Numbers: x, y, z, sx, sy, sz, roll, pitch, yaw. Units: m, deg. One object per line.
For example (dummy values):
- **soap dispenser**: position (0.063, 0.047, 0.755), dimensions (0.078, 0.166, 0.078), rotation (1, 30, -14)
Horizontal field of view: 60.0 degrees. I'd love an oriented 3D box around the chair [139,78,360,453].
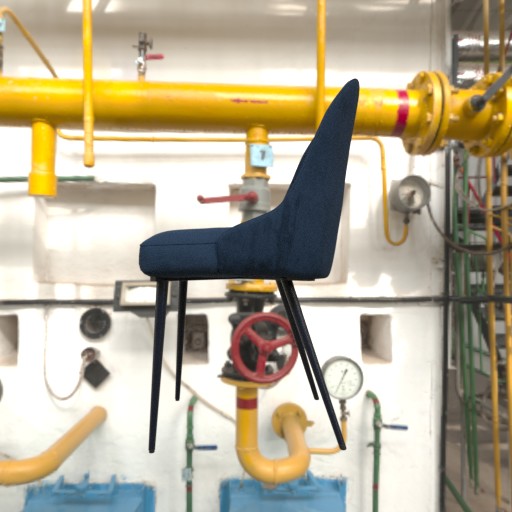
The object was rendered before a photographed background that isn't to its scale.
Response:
- **chair**: position (0.000, 0.000, 1.213), dimensions (0.559, 0.896, 0.478), rotation (0, -1, -1)
